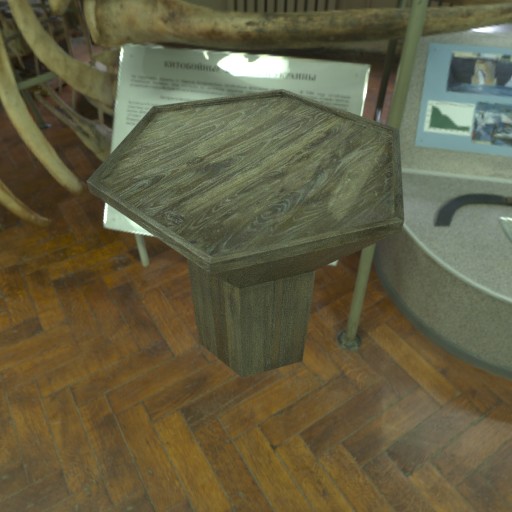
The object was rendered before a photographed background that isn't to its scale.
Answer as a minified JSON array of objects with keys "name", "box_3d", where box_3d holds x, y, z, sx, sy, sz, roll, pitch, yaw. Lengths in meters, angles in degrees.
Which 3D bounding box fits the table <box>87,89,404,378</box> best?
[{"name":"table","box_3d":[0.000,0.000,1.126,0.683,0.586,0.592,-12,44,-13]}]
